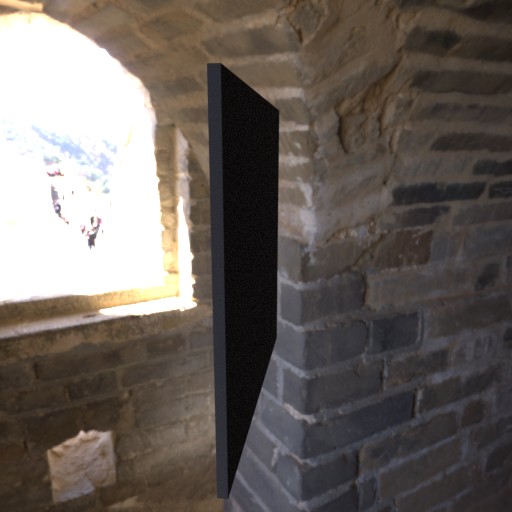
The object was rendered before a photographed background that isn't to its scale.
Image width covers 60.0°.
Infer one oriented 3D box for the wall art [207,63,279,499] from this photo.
[{"bbox_3d":[0.000,0.000,0.667,0.013,0.458,0.456,2,13,9],"label":"wall art"}]
